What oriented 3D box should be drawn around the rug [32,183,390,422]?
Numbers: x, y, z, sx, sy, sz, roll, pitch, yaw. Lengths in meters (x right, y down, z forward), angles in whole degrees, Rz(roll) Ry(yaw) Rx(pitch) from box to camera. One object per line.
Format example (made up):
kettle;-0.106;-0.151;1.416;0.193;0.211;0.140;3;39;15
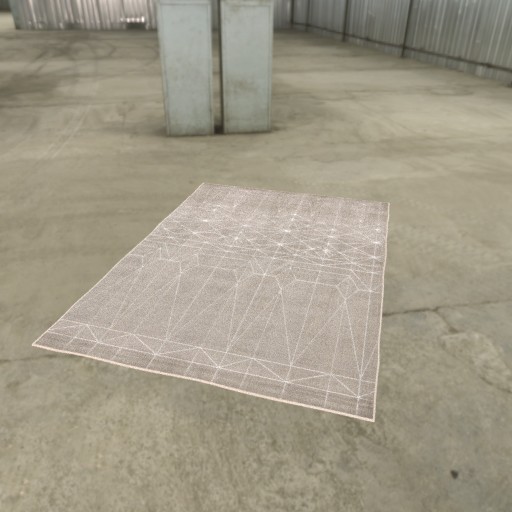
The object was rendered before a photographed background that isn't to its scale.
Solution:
rug;0.000;0.000;4.321;2.449;0.019;3.357;8;32;14
